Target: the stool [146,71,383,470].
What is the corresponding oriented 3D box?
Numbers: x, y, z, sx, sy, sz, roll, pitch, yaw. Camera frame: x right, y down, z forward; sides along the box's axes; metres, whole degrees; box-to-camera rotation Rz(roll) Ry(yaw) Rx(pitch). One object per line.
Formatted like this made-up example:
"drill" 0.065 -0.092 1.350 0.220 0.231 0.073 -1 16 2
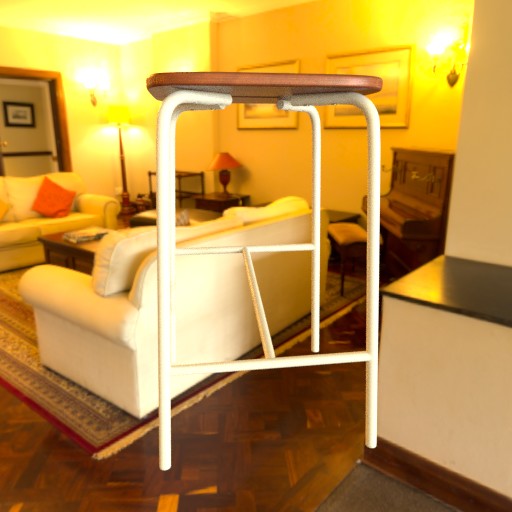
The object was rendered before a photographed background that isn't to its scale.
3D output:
"stool" 0.000 0.000 0.848 0.376 0.610 0.376 -2 16 -8
